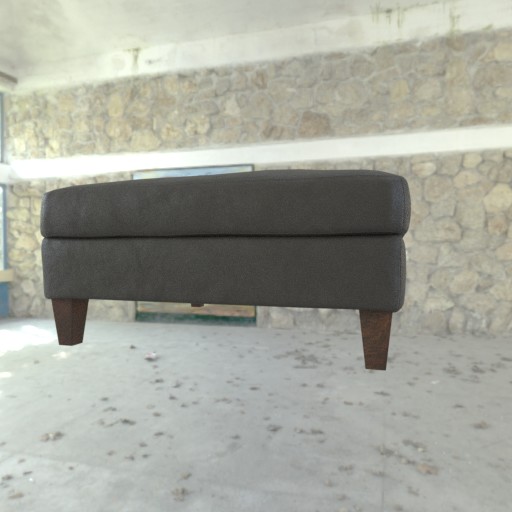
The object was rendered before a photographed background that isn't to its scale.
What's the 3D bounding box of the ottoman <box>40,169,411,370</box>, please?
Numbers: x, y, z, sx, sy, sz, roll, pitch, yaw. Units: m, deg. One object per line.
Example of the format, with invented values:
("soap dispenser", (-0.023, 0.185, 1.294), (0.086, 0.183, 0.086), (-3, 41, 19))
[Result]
("ottoman", (0.000, 0.000, 1.299), (0.836, 0.415, 0.844), (0, 1, 17))
